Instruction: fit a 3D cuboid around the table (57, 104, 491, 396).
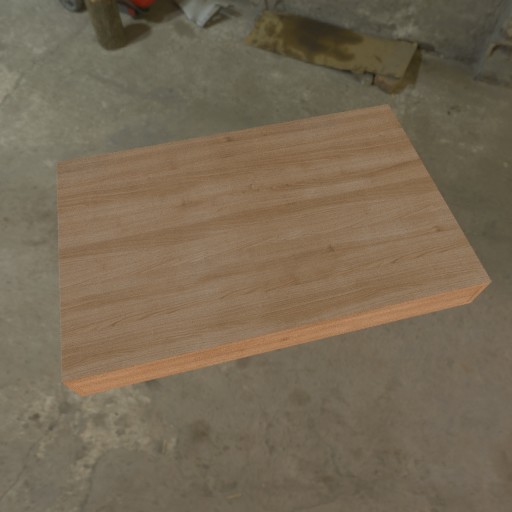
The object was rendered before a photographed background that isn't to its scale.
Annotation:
[{"bbox_3d":[0.000,0.000,1.456,1.100,0.440,0.700,-12,60,-7],"label":"table"}]
